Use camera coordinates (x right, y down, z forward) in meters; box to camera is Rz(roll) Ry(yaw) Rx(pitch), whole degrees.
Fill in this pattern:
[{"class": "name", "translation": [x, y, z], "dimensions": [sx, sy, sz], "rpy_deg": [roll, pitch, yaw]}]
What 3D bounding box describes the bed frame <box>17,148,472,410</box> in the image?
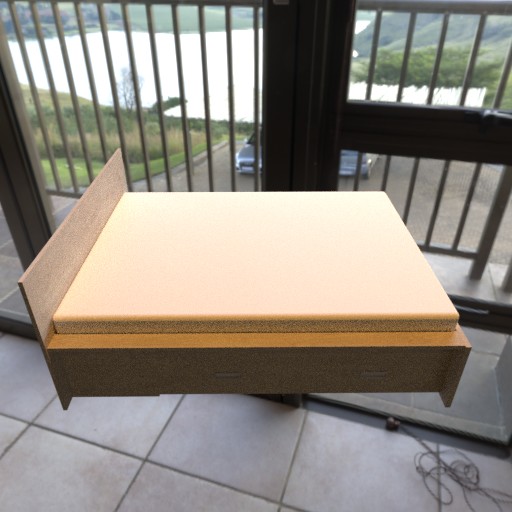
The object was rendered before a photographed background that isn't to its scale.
[{"class": "bed frame", "translation": [0.000, 0.000, 2.711], "dimensions": [1.960, 0.800, 1.622], "rpy_deg": [0, 33, 0]}]
